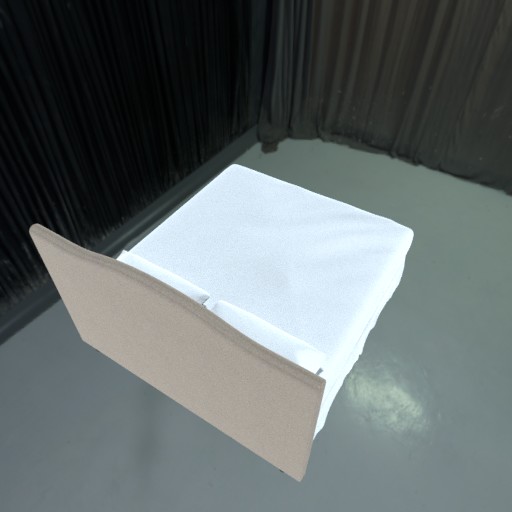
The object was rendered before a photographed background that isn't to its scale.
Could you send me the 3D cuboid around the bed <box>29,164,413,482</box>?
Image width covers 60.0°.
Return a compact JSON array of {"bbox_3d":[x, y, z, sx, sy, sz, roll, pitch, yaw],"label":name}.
[{"bbox_3d":[0.000,0.000,3.505,2.083,1.421,2.182,24,50,22],"label":"bed"}]
